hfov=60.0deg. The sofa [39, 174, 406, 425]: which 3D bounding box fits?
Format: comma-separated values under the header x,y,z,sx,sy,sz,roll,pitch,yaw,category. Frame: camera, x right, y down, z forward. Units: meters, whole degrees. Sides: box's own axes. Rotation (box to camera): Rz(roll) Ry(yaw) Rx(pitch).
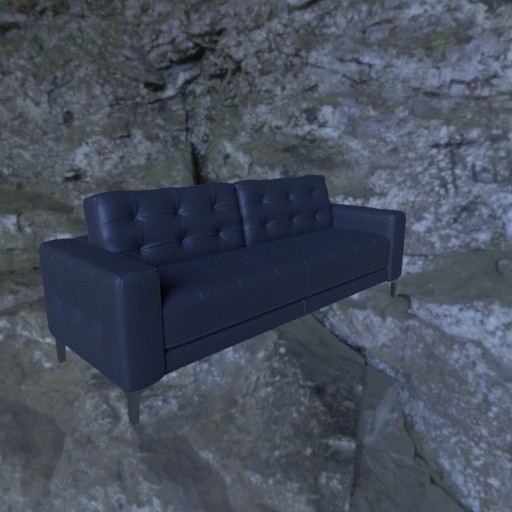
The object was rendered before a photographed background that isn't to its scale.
x,y,z,sx,sy,sz,roll,pitch,yaw,category
0.000,0.000,2.721,2.275,0.893,0.833,-14,20,-43,sofa
